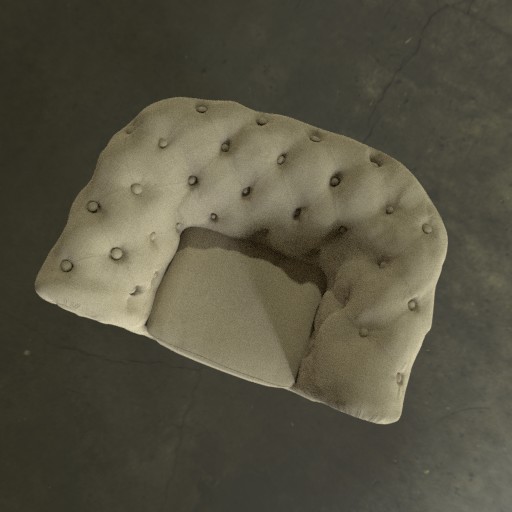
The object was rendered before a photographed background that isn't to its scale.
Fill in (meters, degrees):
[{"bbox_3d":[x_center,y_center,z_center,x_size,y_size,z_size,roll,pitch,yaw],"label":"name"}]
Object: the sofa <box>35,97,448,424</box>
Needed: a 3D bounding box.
[{"bbox_3d":[0.000,0.000,1.979,1.405,0.878,1.034,19,76,5],"label":"sofa"}]
